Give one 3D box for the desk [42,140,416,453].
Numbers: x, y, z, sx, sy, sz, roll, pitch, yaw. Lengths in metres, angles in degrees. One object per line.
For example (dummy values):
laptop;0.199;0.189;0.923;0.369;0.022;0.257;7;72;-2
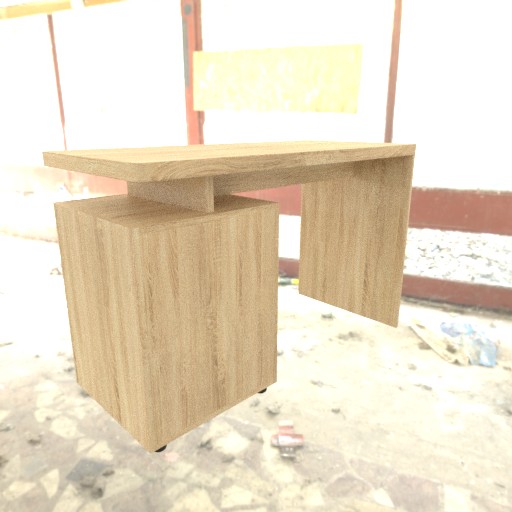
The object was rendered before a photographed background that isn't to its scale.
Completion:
desk;0.000;0.000;1.589;1.200;0.760;0.550;-16;23;-42
